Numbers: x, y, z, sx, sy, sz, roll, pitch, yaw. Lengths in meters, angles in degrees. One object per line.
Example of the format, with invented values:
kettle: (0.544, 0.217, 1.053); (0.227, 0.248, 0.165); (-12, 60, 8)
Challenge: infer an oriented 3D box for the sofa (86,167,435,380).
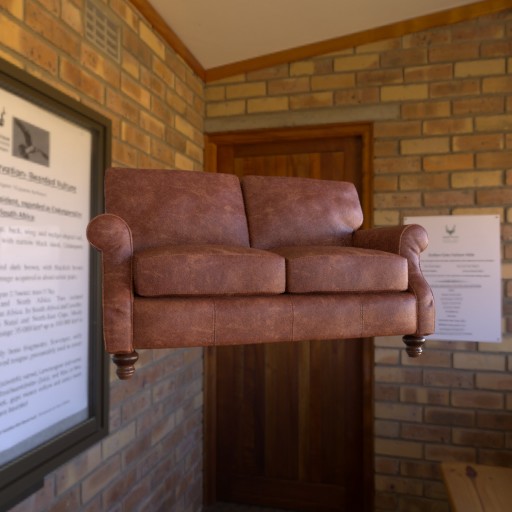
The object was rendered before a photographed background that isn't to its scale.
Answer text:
sofa: (0.000, 0.000, 2.283); (1.616, 0.967, 0.990); (0, -1, -18)
